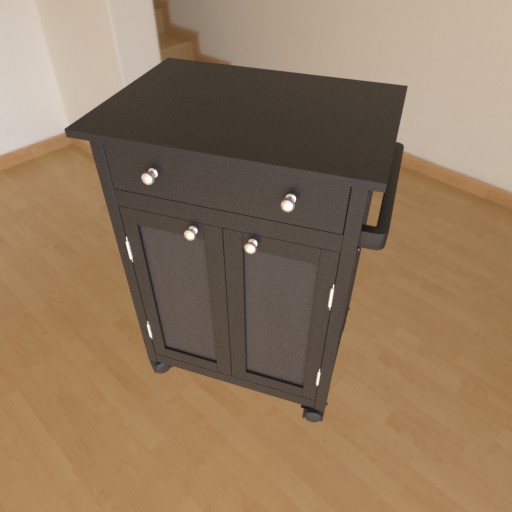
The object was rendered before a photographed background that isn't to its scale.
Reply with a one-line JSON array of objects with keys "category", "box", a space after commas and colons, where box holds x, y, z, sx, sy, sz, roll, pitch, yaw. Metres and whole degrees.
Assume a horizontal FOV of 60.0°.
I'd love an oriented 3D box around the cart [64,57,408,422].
[{"category": "cart", "box": [0.000, 0.000, 1.263, 0.660, 0.879, 0.456, 13, 43, 14]}]
